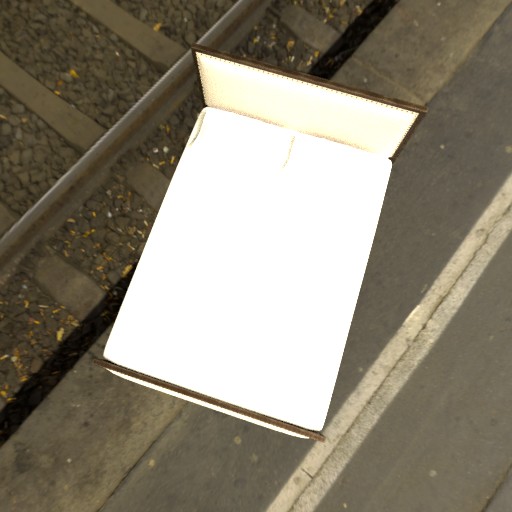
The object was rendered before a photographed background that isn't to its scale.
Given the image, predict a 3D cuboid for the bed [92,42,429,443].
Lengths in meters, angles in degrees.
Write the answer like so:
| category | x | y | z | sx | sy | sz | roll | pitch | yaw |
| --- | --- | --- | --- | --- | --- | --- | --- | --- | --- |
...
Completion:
| category | x | y | z | sx | sy | sz | roll | pitch | yaw |
| --- | --- | --- | --- | --- | --- | --- | --- | --- | --- |
| bed | 0.000 | 0.000 | 3.263 | 1.607 | 1.313 | 2.221 | 17 | 76 | 4 |
